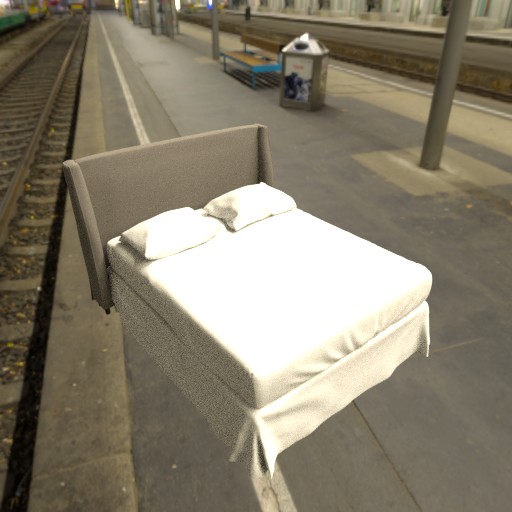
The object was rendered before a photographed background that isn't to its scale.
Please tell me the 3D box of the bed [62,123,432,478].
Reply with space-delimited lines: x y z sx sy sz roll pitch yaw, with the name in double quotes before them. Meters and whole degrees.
"bed" 0.000 0.000 3.372 1.925 1.332 2.276 -22 37 -33
